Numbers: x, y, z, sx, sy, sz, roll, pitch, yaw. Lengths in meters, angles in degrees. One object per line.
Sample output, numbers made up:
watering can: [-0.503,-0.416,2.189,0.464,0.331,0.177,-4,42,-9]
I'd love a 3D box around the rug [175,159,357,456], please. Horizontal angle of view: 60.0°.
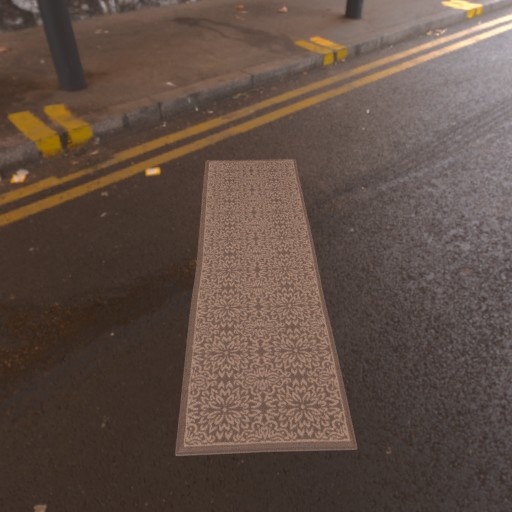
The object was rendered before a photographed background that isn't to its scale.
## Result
rug: [0.000,0.000,2.439,0.662,0.011,2.196,-1,40,-2]
